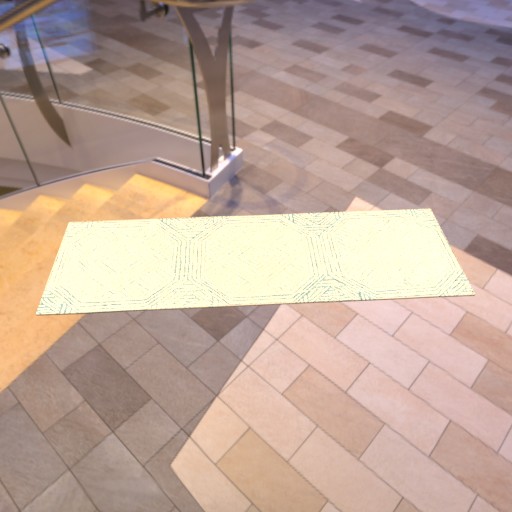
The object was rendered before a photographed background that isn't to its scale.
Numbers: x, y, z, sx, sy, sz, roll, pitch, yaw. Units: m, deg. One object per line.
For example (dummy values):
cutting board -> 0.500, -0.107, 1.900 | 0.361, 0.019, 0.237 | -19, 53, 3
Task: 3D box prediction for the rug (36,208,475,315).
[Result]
rug -> 0.000, 0.000, 2.733 | 2.452, 0.012, 0.775 | -2, 46, -2
